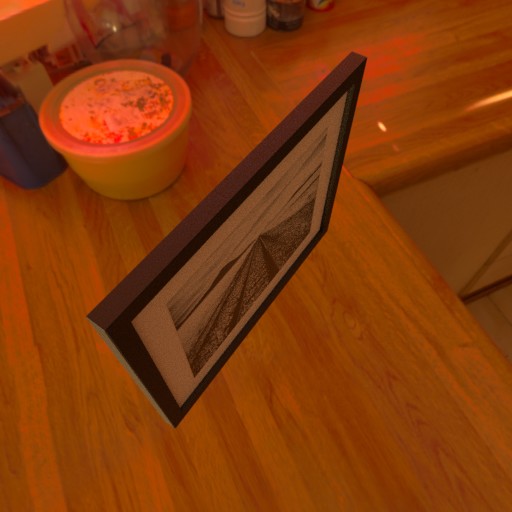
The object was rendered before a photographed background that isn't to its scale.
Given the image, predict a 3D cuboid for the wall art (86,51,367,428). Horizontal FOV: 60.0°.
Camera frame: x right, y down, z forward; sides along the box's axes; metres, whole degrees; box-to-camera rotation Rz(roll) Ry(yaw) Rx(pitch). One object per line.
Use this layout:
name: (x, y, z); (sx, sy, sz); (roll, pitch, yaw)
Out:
wall art: (0.000, 0.000, 0.761); (0.029, 0.458, 0.559); (31, 62, 18)
